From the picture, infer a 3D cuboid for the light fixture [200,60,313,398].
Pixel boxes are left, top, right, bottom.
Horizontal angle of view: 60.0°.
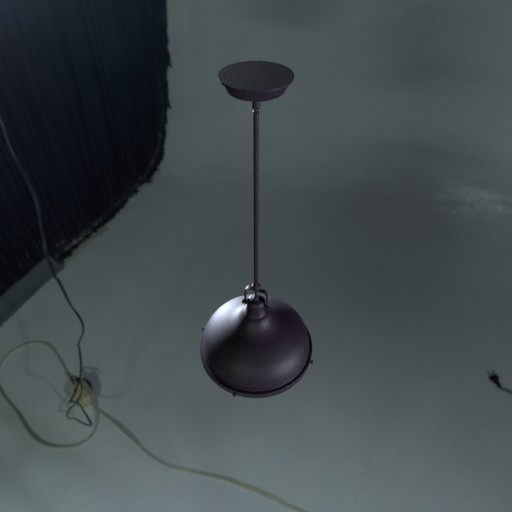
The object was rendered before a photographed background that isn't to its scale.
[{"bbox_3d":[0.000,0.000,1.045,0.341,0.849,0.341,14,45,14],"label":"light fixture"}]
